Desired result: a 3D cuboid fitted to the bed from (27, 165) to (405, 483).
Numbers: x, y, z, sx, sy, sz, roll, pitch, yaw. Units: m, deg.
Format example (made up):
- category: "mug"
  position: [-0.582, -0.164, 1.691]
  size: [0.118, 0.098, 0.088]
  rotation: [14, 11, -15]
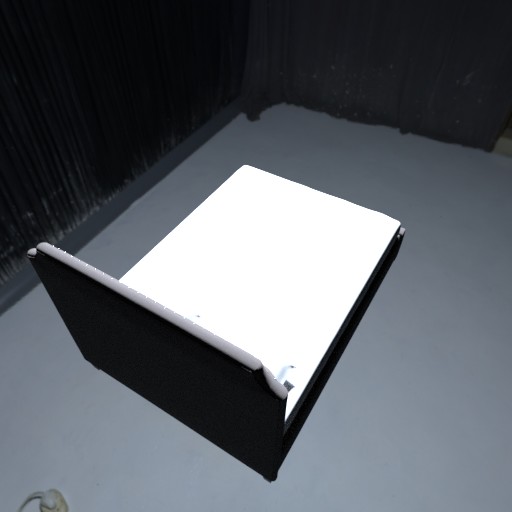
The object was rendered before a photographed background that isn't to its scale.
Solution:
- category: "bed"
  position: [0.000, 0.000, 3.357]
  size: [1.713, 1.443, 2.372]
  rotation: [24, 52, 21]
